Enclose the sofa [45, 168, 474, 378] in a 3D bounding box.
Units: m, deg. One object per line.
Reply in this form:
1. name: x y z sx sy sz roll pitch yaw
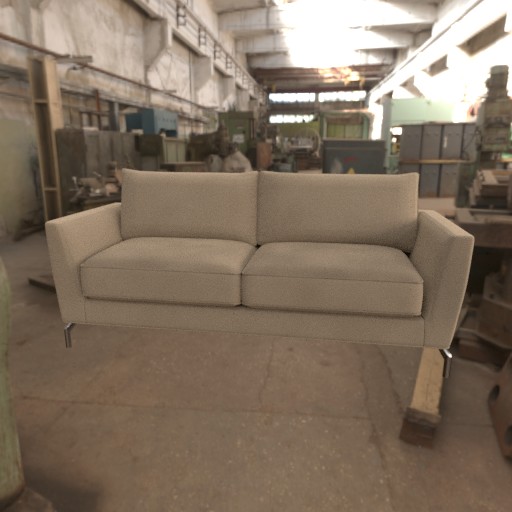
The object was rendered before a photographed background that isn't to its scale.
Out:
1. sofa: 0.000 0.000 2.686 2.214 1.005 0.868 2 14 9
